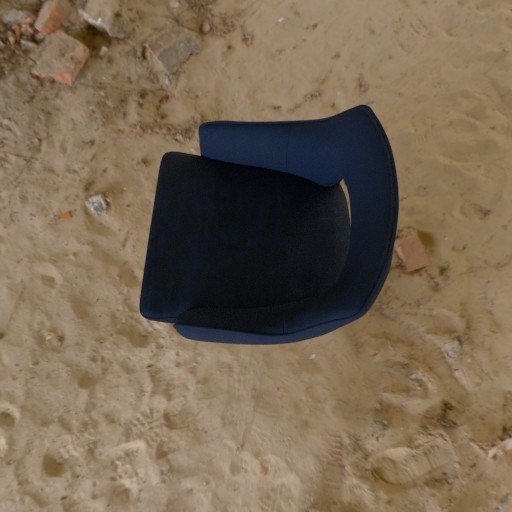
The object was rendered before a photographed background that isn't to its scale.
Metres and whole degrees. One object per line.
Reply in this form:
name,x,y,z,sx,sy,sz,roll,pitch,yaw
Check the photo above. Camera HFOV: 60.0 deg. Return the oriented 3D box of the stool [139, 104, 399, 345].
stool,0.000,0.000,1.340,0.560,1.041,0.550,5,76,1
